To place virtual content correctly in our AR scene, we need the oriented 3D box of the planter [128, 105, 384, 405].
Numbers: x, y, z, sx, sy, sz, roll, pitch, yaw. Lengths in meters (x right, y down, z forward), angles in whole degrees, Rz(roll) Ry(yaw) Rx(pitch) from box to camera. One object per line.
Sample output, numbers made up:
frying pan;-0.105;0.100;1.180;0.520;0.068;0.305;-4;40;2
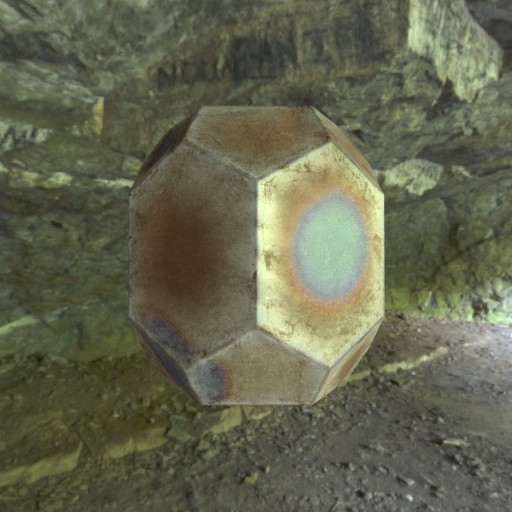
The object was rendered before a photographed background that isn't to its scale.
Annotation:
planter;0.000;0.000;0.426;0.221;0.238;0.243;0;-1;0
